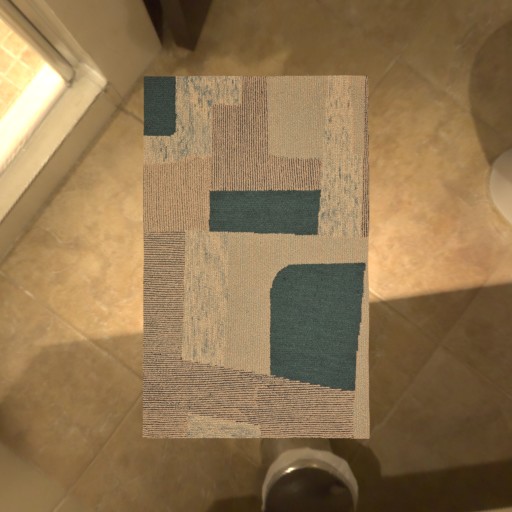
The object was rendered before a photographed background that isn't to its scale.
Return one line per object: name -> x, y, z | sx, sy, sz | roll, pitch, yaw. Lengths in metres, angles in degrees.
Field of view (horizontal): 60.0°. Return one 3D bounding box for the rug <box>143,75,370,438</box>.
rug -> 0.000, 0.000, 2.977 | 1.521, 0.015, 2.436 | 0, 89, 0
